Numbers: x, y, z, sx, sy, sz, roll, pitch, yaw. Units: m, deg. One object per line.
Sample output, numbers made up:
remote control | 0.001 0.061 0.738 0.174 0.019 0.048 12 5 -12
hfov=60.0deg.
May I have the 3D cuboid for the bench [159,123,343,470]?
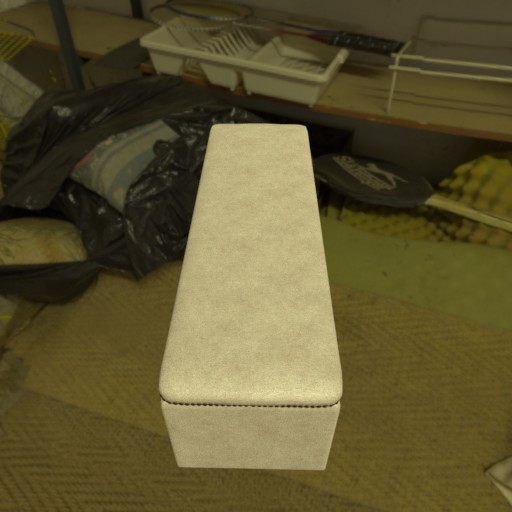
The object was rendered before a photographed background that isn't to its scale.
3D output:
bench | 0.000 0.000 1.758 0.470 0.447 1.482 1 42 1
